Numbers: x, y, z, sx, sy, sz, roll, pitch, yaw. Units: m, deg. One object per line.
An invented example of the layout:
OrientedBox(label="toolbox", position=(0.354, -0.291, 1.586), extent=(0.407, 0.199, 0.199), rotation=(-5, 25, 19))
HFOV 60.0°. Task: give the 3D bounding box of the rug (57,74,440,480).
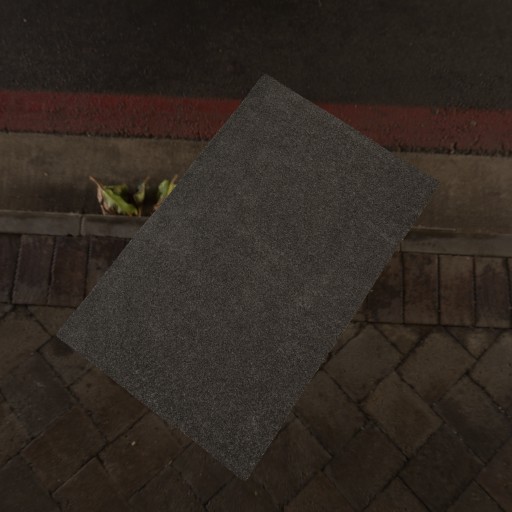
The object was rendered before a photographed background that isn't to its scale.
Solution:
OrientedBox(label="rug", position=(0.000, 0.000, 2.978), extent=(1.502, 0.025, 2.350), rotation=(35, 79, 8))
